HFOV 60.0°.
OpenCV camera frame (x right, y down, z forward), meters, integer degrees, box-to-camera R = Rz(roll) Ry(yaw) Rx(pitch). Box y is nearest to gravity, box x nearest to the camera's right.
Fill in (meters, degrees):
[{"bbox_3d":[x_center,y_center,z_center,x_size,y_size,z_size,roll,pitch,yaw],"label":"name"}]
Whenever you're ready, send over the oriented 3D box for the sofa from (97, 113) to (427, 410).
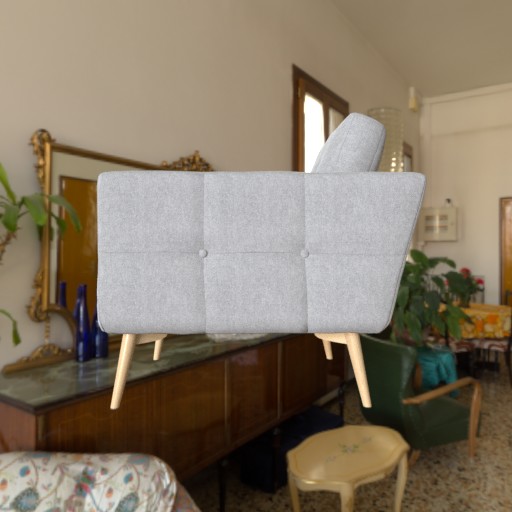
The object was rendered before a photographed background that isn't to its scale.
[{"bbox_3d":[0.000,0.000,1.546,0.920,0.860,0.770,0,0,-1],"label":"sofa"}]
